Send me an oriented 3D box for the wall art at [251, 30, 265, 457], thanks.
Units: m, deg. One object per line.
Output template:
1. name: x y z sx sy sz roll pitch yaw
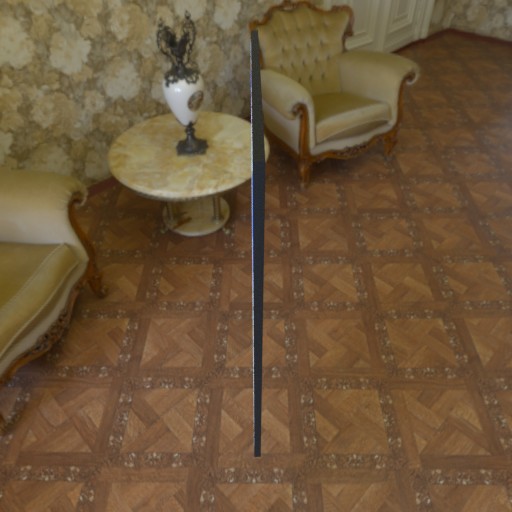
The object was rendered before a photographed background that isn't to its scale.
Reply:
1. wall art: 0.000 0.000 0.832 0.013 0.660 0.460 0 42 -1
